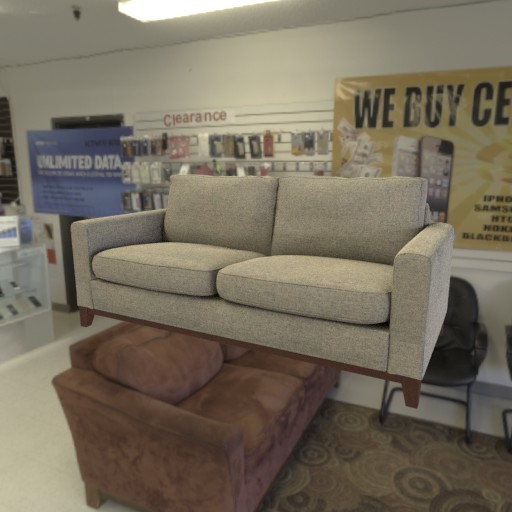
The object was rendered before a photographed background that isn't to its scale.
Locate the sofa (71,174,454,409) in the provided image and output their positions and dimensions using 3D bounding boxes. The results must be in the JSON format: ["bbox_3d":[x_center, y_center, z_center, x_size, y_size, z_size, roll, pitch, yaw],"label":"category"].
[{"bbox_3d":[0.000,0.000,2.509,1.978,0.892,0.969,6,14,28],"label":"sofa"}]
